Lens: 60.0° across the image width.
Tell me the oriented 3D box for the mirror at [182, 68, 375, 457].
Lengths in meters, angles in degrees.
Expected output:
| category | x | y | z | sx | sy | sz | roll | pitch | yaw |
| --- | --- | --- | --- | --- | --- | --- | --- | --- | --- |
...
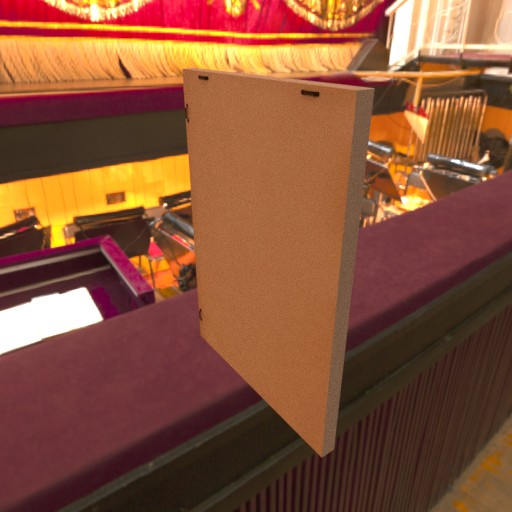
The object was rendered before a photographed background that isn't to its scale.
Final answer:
| category | x | y | z | sx | sy | sz | roll | pitch | yaw |
| --- | --- | --- | --- | --- | --- | --- | --- | --- | --- |
| mirror | 0.000 | 0.000 | 0.942 | 0.040 | 0.710 | 0.507 | -18 | 32 | -31 |
